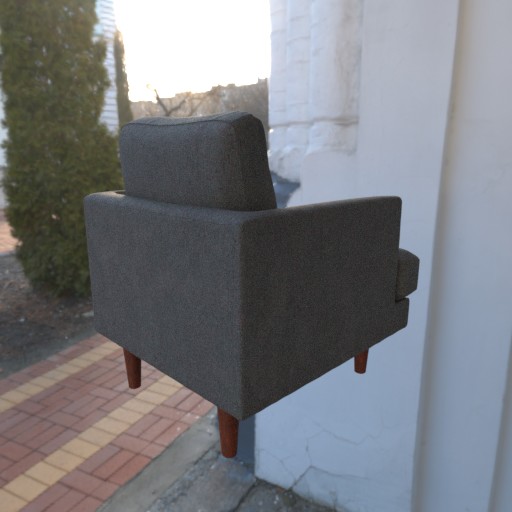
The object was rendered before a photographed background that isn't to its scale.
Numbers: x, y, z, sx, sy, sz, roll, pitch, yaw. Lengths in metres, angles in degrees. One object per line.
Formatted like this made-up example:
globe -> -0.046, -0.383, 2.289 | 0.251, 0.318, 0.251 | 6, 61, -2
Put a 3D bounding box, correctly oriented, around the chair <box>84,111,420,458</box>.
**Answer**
chair -> 0.000, 0.000, 1.616 | 0.899, 0.957, 0.858 | -13, 19, -43
